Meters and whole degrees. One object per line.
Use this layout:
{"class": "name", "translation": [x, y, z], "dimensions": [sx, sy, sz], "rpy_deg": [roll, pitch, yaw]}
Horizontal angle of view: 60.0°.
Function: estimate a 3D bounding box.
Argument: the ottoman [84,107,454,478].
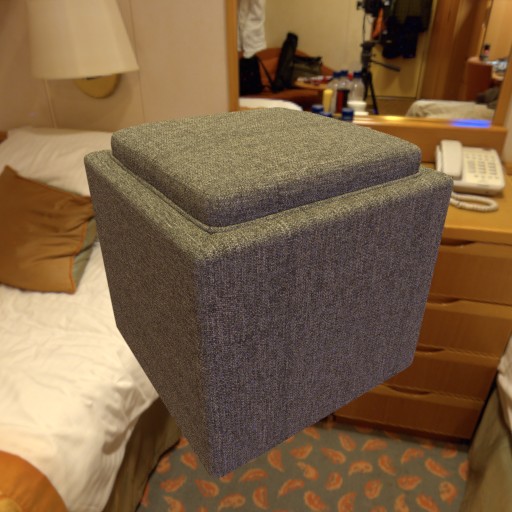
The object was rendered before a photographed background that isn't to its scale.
{"class": "ottoman", "translation": [0.000, 0.000, 0.815], "dimensions": [0.450, 0.460, 0.450], "rpy_deg": [-18, 34, -29]}
